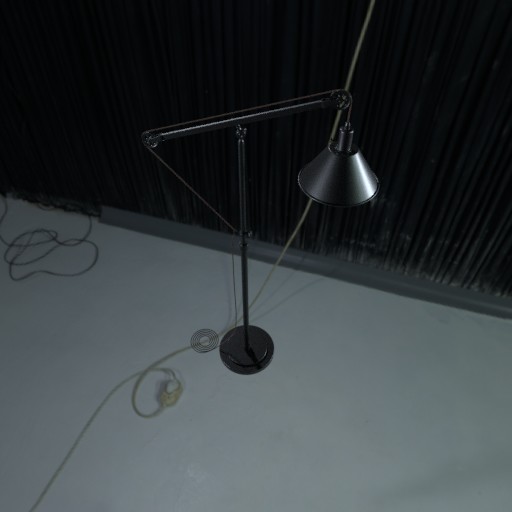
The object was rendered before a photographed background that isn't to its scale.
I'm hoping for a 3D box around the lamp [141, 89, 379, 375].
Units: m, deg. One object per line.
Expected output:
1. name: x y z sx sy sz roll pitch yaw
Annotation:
1. lamp: 0.000 0.000 1.996 0.904 1.626 0.319 11 47 10
